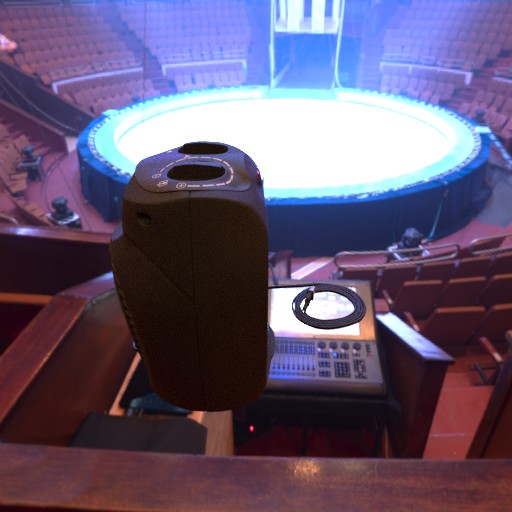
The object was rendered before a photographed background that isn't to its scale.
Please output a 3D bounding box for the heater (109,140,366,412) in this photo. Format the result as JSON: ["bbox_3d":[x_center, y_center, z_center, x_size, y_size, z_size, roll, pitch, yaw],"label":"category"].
[{"bbox_3d":[0.000,0.000,0.468,0.291,0.240,0.239,0,30,-1],"label":"heater"}]
